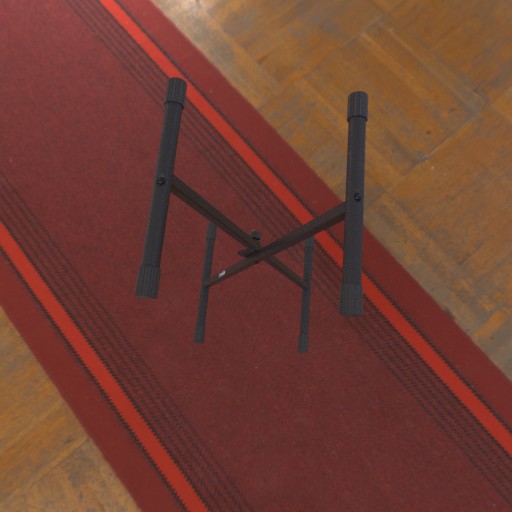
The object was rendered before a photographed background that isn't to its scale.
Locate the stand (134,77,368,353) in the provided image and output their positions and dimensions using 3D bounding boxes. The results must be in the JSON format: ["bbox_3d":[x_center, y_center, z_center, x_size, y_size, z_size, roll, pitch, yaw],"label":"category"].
[{"bbox_3d":[0.000,0.000,1.192,0.409,0.940,0.449,5,76,1],"label":"stand"}]
